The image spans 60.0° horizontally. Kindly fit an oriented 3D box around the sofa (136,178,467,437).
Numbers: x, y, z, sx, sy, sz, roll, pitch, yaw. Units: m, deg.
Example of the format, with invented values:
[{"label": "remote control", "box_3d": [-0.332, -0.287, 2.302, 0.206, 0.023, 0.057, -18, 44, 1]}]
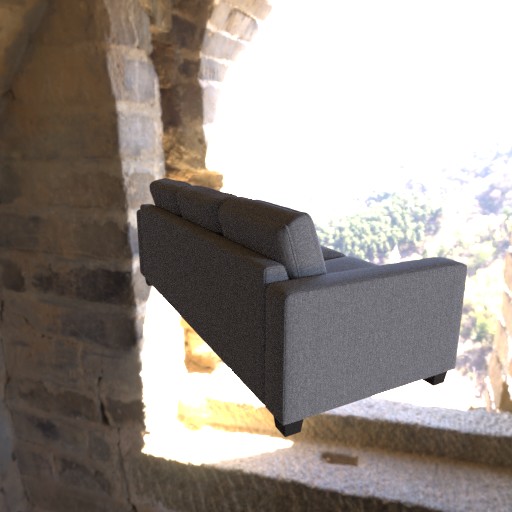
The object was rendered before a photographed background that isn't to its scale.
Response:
[{"label": "sofa", "box_3d": [0.000, 0.000, 2.568, 0.900, 0.800, 2.120, -7, 16, -26]}]
